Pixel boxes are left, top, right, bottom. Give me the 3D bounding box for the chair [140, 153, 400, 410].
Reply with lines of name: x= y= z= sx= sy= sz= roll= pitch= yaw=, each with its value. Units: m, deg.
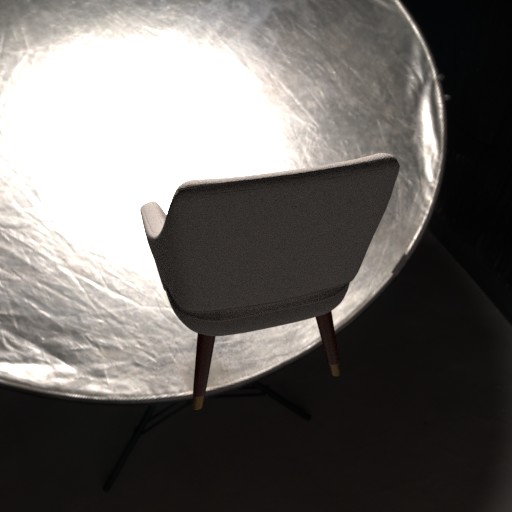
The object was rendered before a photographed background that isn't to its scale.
chair: x=0.000 y=0.000 z=1.289 sx=0.609 sy=0.889 sz=0.600 roll=-10 pitch=43 yaw=-11
